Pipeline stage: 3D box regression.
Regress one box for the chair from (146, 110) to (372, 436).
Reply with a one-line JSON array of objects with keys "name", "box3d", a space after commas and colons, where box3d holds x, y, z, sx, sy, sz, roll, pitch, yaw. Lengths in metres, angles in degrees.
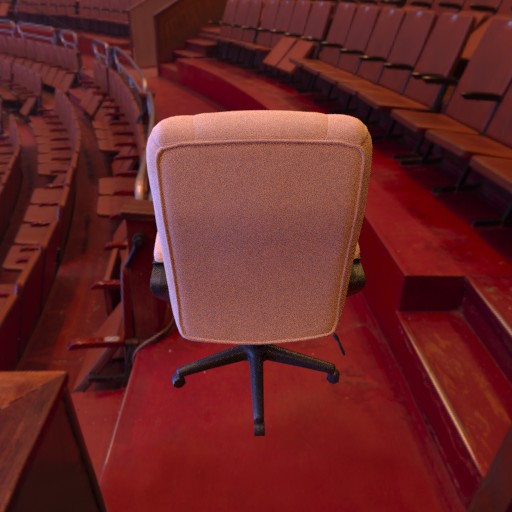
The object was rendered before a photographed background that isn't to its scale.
[{"name": "chair", "box3d": [0.000, 0.000, 1.530, 0.667, 1.105, 0.724, -1, 30, -2]}]
